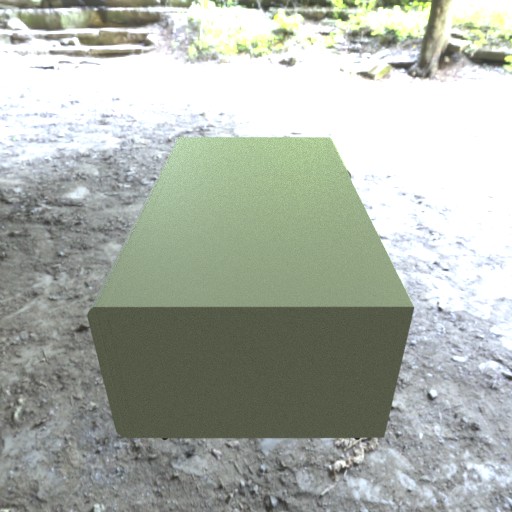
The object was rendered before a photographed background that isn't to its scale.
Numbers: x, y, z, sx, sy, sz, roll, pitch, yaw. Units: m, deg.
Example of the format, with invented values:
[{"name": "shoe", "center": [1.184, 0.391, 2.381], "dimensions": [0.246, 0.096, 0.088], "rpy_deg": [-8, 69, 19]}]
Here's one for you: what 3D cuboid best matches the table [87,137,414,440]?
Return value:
[{"name": "table", "center": [0.000, 0.000, 1.407], "dimensions": [0.639, 0.442, 1.097], "rpy_deg": [0, 31, 0]}]
